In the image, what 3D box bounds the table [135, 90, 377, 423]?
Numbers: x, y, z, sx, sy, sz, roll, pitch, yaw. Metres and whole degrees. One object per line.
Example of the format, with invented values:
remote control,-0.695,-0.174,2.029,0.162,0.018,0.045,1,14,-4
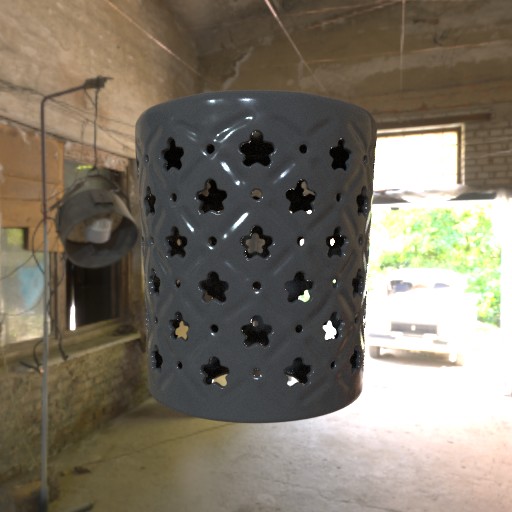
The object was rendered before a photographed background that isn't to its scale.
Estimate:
table,0.000,0.000,0.667,0.352,0.387,0.352,0,1,0
